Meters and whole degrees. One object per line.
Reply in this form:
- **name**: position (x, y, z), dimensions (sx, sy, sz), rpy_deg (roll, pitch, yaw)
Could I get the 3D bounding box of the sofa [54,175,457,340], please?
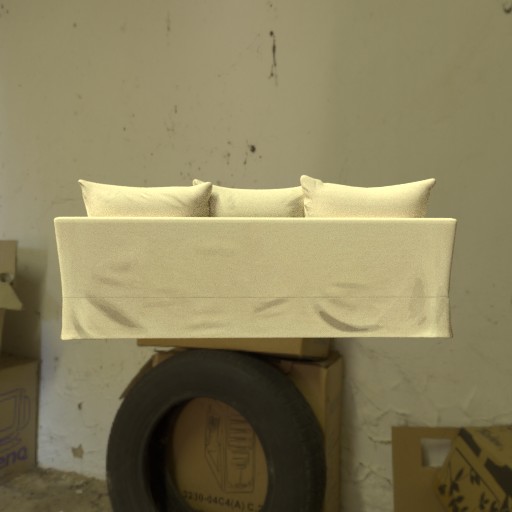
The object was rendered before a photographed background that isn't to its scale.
- **sofa**: position (0.000, 0.000, 3.189), dimensions (2.484, 1.042, 1.030), rpy_deg (0, -2, -2)
